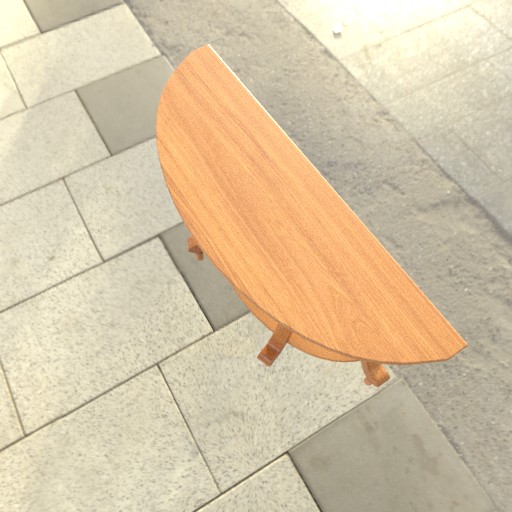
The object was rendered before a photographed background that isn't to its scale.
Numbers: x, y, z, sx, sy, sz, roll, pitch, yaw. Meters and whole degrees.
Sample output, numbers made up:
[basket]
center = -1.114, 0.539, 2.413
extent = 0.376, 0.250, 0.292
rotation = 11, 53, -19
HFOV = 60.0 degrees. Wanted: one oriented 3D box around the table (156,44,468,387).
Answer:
[table]
center = 0.000, 0.000, 1.505
extent = 0.394, 0.692, 1.198
rotation = -30, 68, -14
